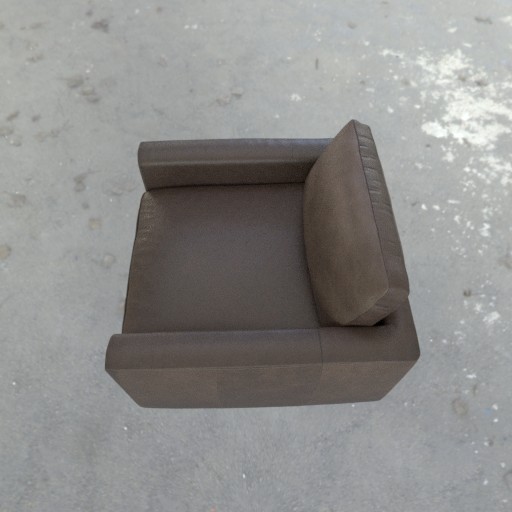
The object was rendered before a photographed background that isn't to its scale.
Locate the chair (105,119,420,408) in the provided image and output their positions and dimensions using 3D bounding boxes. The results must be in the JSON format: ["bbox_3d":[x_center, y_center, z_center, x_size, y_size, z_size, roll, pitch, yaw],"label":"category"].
[{"bbox_3d":[0.000,0.000,1.864,1.069,0.812,1.100,-1,58,-1],"label":"chair"}]
